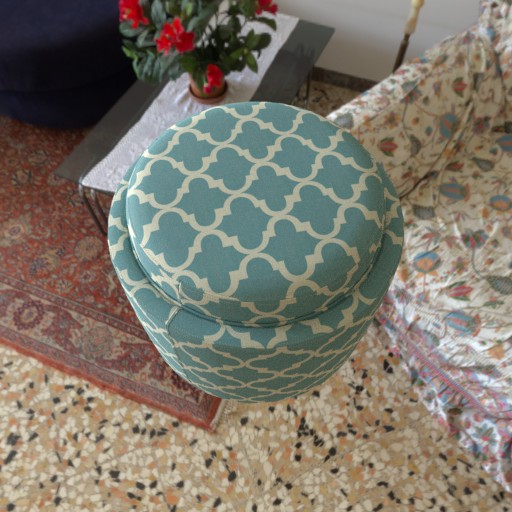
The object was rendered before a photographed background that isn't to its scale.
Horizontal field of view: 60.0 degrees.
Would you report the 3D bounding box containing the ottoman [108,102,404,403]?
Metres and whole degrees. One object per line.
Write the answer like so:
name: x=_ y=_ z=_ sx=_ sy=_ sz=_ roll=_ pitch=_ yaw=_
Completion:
ottoman: x=0.000 y=0.000 z=0.834 sx=0.480 sy=0.429 sz=0.480 roll=0 pitch=58 yaw=0
